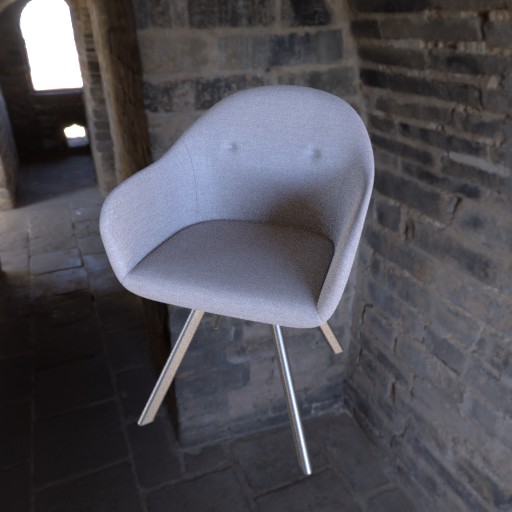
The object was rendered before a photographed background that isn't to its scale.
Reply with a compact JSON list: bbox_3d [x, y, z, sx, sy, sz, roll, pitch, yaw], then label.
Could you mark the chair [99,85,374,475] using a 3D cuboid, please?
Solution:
[{"bbox_3d":[0.000,0.000,1.144,0.540,0.780,0.570,9,28,17],"label":"chair"}]
